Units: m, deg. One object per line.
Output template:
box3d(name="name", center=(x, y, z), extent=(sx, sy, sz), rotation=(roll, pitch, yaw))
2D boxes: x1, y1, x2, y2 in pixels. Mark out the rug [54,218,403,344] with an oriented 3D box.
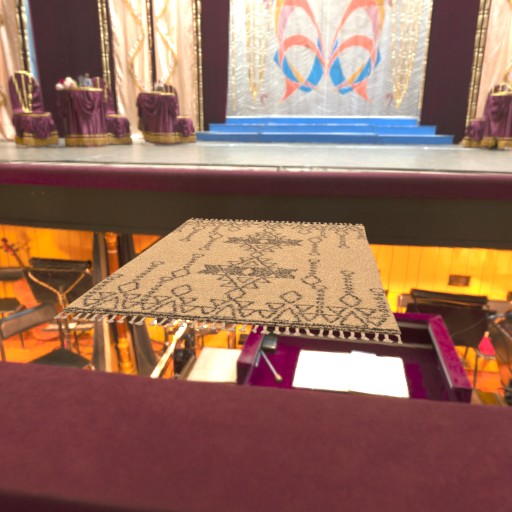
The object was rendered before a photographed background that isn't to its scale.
box3d(name="rug", center=(0.000, 0.000, 4.025), extent=(2.125, 0.028, 3.027), rotation=(3, 17, 8))
